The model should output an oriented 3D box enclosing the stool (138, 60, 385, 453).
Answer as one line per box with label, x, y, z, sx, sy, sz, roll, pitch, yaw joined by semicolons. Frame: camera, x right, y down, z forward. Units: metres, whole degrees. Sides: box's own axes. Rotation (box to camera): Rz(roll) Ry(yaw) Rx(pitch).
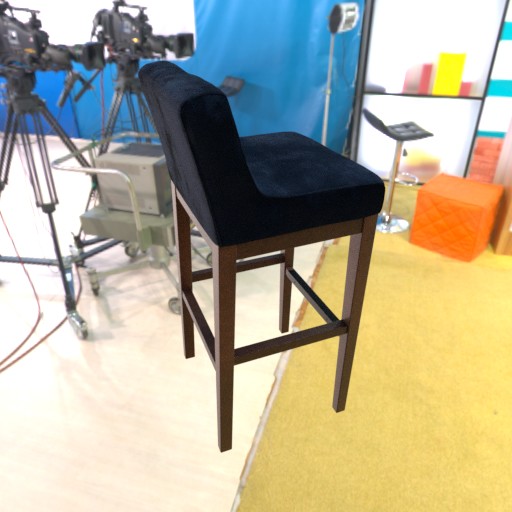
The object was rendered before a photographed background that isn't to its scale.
stool;0.000;0.000;1.312;0.500;1.037;0.511;-11;32;-19
